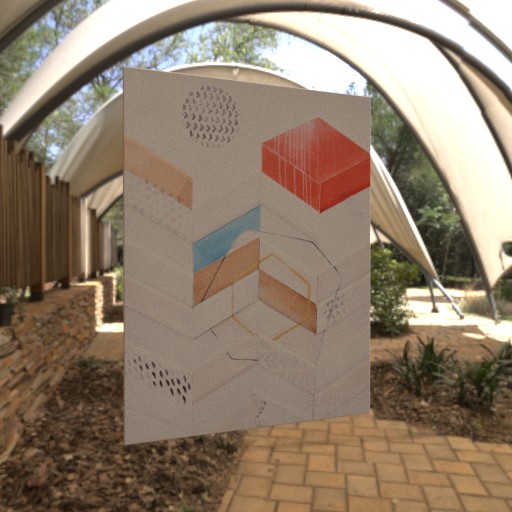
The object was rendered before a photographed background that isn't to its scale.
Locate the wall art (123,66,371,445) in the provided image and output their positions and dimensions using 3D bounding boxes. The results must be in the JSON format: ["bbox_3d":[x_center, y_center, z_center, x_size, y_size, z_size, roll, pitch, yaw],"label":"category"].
[{"bbox_3d":[0.000,0.000,1.322,0.759,1.014,0.045,0,1,-18],"label":"wall art"}]
